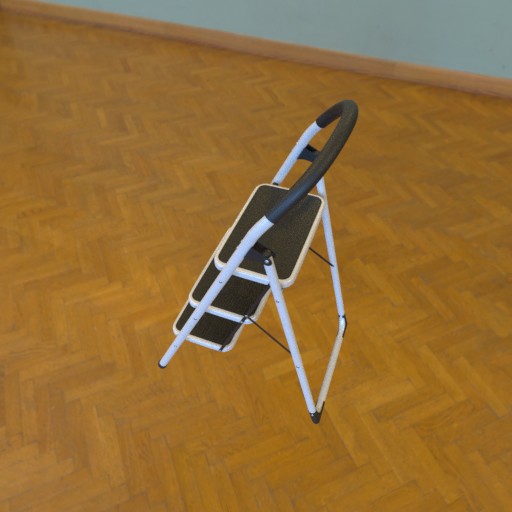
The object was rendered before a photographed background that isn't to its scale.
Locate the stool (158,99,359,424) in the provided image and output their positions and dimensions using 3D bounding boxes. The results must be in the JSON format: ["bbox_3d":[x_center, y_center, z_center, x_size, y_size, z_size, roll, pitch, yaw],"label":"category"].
[{"bbox_3d":[0.000,0.000,1.462,0.676,1.109,0.485,16,49,14],"label":"stool"}]
